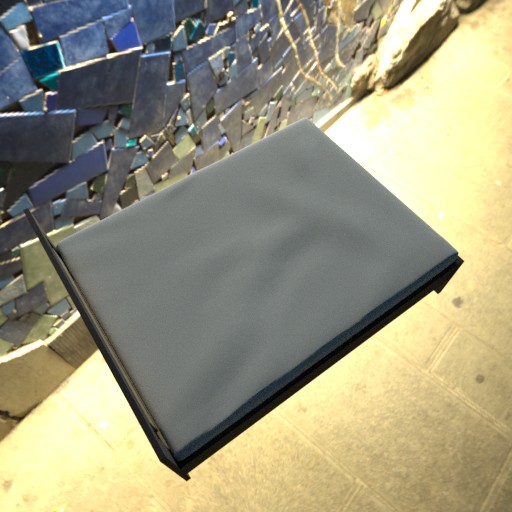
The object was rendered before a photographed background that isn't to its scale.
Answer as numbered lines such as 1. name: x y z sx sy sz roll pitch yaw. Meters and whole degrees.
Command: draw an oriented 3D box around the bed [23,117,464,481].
1. bed: 0.000 0.000 2.805 2.073 0.823 1.585 -31 63 -18
